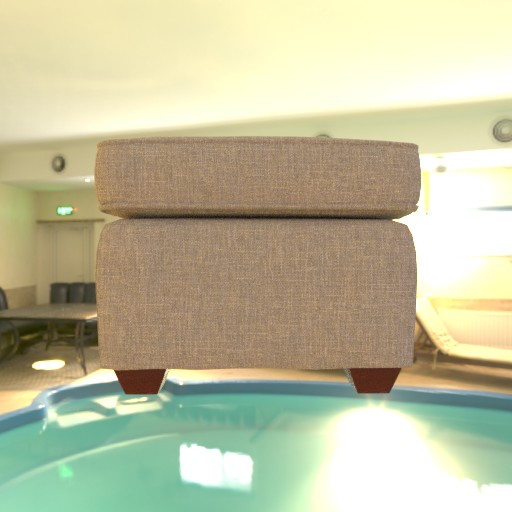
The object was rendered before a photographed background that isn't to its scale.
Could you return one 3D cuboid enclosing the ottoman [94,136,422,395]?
[{"bbox_3d":[0.000,0.000,1.078,0.559,0.457,0.762,0,1,-1],"label":"ottoman"}]
